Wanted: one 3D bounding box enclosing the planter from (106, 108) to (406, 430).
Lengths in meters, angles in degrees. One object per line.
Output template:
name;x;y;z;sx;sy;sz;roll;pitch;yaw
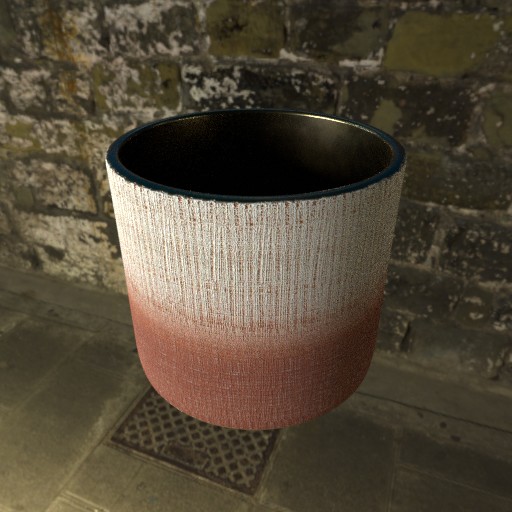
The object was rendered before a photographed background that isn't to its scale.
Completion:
planter;0.000;0.000;0.383;0.221;0.201;0.221;0;31;0
